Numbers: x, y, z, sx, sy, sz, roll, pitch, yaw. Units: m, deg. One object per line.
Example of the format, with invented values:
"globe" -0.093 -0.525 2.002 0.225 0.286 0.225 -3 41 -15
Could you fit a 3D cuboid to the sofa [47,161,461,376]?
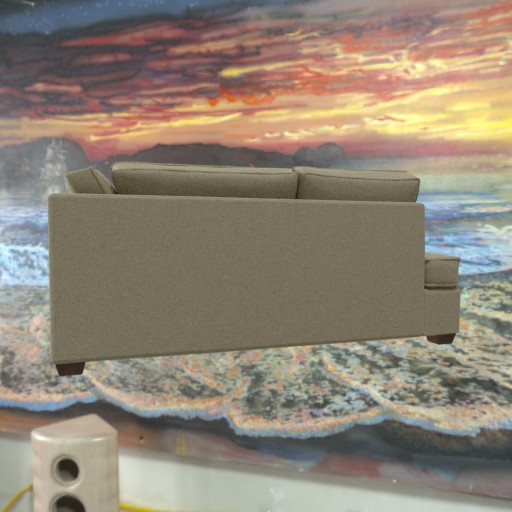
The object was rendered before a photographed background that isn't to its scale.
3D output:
"sofa" 0.000 0.000 2.788 2.237 1.033 1.110 -1 2 -17
